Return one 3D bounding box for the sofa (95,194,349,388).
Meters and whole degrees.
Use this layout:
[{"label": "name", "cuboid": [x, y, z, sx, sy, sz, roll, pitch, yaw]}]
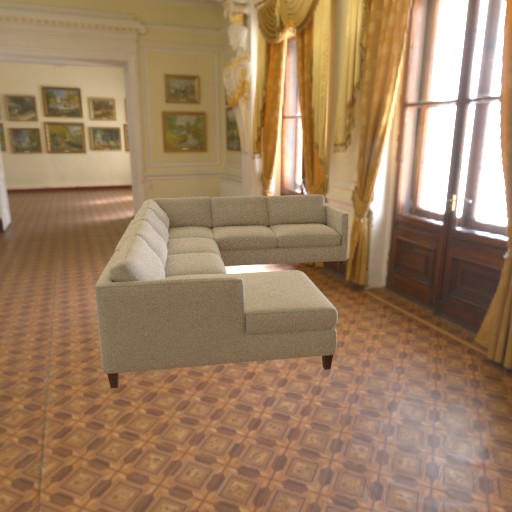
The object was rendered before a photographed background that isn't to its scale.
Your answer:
[{"label": "sofa", "cuboid": [0.000, 0.000, 4.450, 2.551, 0.853, 3.238, -2, 15, -9]}]
